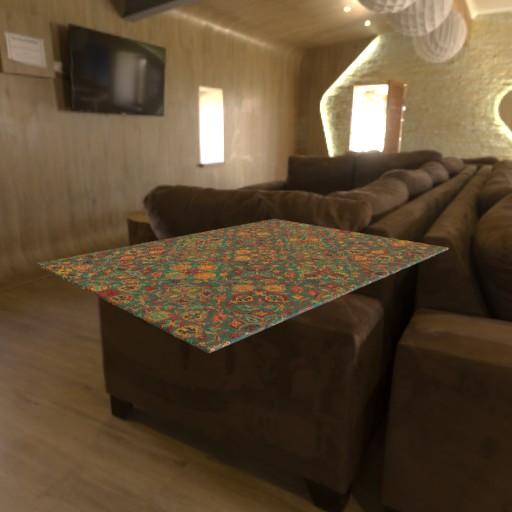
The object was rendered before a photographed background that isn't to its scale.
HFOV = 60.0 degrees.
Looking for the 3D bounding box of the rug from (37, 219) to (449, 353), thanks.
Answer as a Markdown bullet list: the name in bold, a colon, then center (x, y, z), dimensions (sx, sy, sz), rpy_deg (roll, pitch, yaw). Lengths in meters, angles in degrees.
- **rug**: center (0.000, 0.000, 4.288), dimensions (2.434, 0.025, 3.204), rpy_deg (14, 20, 43)
